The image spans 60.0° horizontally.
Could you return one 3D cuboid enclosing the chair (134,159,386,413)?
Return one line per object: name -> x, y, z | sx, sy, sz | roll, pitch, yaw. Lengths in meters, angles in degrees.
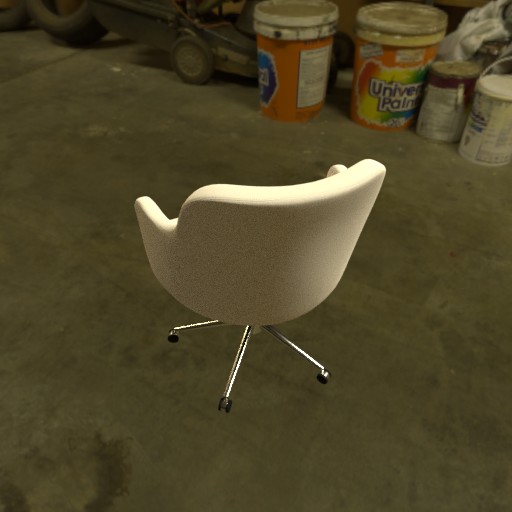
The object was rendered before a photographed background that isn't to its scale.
chair -> 0.000, 0.000, 1.261 | 0.602, 0.819, 0.647 | -12, 42, -13
